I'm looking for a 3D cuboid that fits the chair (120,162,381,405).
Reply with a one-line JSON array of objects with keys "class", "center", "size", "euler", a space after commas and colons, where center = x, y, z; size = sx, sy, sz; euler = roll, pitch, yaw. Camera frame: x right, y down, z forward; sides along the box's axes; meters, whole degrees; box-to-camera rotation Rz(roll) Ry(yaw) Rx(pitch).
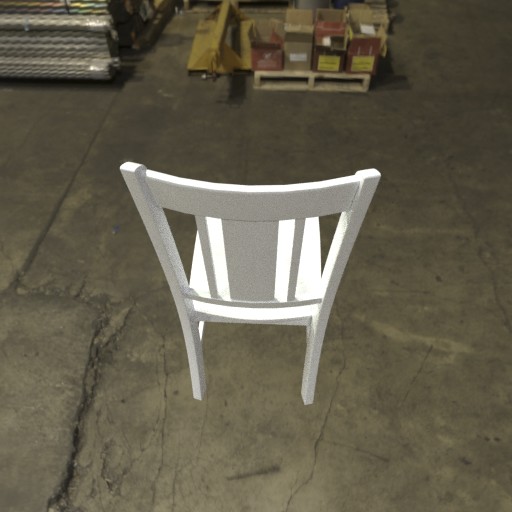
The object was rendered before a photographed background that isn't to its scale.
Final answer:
[{"class": "chair", "center": [0.000, 0.000, 1.299], "size": [0.450, 0.998, 0.555], "euler": [2, 48, 2]}]
